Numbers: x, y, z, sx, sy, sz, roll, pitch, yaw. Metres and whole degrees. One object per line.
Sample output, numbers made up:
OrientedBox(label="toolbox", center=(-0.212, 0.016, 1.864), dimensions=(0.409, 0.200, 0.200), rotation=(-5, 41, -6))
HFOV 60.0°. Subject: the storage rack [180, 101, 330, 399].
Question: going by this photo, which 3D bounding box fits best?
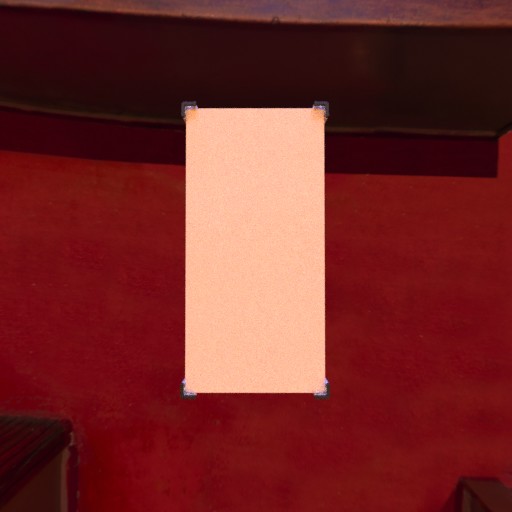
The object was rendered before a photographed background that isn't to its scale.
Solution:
OrientedBox(label="storage rack", center=(0.000, 0.000, 2.271), dimensions=(0.457, 1.829, 0.914), rotation=(0, 89, 0))
